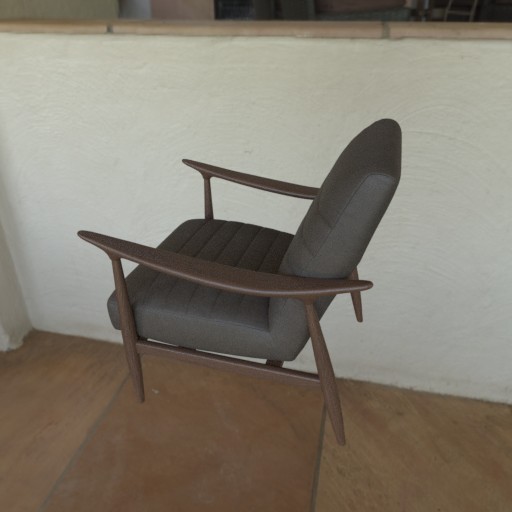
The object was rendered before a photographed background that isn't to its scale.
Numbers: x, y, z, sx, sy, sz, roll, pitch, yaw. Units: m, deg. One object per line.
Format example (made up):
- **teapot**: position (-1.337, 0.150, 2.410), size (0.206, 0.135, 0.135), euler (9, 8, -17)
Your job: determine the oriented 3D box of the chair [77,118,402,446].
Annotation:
- **chair**: position (0.000, 0.000, 1.451), size (0.798, 0.831, 0.741), euler (8, 31, 14)
